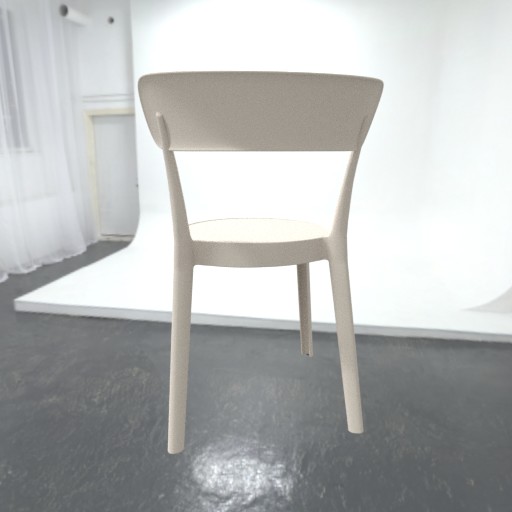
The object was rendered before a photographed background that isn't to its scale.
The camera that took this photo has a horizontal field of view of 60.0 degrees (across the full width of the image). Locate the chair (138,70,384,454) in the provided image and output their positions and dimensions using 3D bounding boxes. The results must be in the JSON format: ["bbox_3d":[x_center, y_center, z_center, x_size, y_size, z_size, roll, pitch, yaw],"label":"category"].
[{"bbox_3d":[0.000,0.000,1.100,0.506,0.790,0.491,-2,14,-9],"label":"chair"}]
